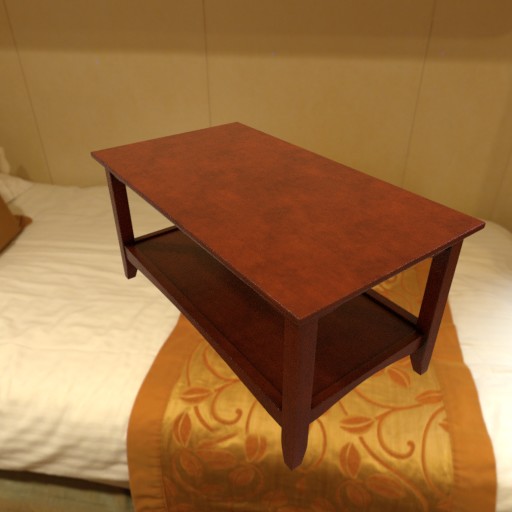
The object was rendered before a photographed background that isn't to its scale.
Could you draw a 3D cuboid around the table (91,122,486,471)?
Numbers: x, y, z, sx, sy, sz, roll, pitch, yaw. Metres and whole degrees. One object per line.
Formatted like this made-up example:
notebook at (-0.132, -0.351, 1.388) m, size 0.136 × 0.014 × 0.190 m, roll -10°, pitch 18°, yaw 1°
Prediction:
table at (0.000, 0.000, 1.258) m, size 0.533 × 0.456 × 0.943 m, roll -22°, pitch 39°, yaw -30°
